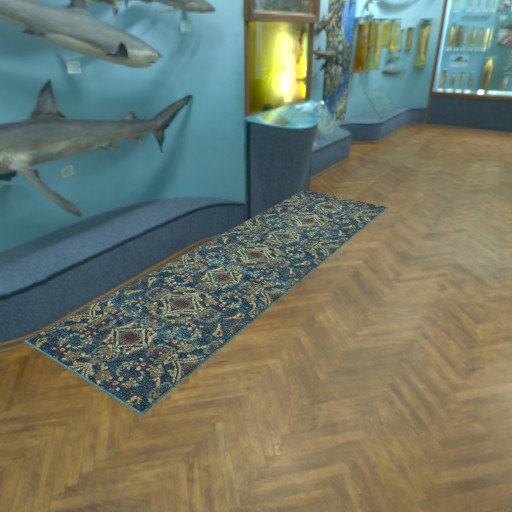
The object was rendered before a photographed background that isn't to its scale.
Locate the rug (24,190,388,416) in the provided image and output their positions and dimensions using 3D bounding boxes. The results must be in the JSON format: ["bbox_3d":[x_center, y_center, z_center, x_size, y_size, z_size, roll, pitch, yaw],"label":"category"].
[{"bbox_3d":[0.000,0.000,2.445,0.685,0.014,2.292,17,32,30],"label":"rug"}]
